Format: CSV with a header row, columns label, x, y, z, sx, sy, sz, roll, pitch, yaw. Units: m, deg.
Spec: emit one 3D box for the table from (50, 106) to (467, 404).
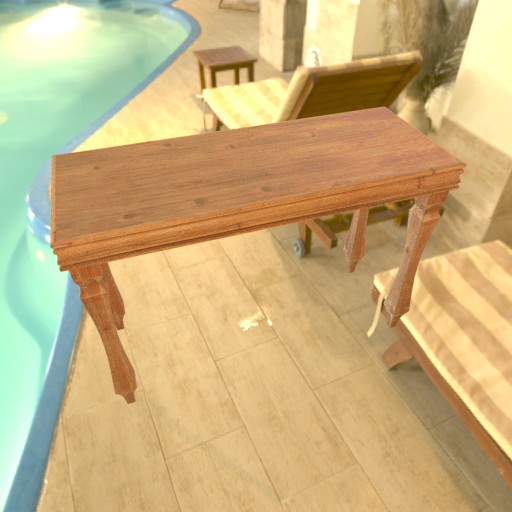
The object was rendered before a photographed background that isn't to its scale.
label,x,y,z,sx,sy,sz,roll,pitch,yaw
table,0.000,0.000,1.804,1.330,0.873,0.522,-13,42,-14
